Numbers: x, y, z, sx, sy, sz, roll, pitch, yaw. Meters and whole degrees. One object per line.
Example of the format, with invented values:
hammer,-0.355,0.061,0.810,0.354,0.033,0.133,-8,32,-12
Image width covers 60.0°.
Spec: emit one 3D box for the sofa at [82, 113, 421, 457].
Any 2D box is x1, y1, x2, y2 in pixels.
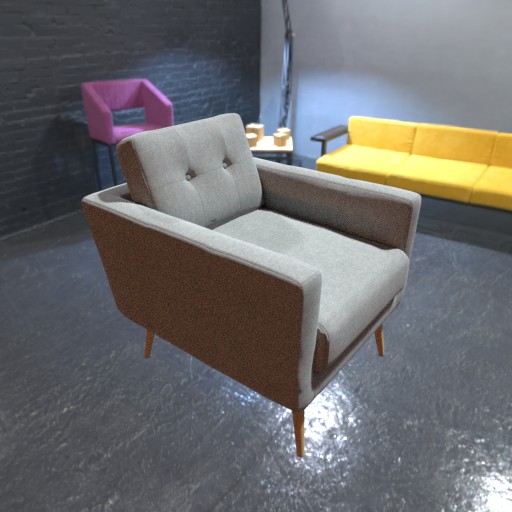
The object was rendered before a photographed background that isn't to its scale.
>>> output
sofa,0.000,0.000,1.579,0.920,0.860,0.770,20,34,33
